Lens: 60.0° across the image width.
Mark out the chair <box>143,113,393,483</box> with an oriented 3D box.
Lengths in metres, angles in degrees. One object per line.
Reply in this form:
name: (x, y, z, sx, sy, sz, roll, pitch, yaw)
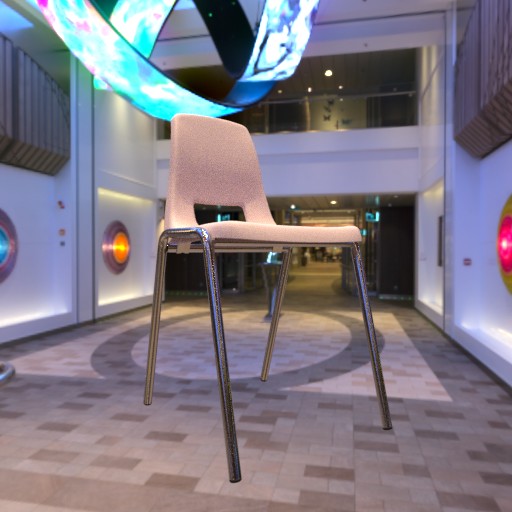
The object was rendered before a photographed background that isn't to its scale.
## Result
chair: (0.000, 0.000, 0.964, 0.381, 0.704, 0.436, 0, 1, -34)
